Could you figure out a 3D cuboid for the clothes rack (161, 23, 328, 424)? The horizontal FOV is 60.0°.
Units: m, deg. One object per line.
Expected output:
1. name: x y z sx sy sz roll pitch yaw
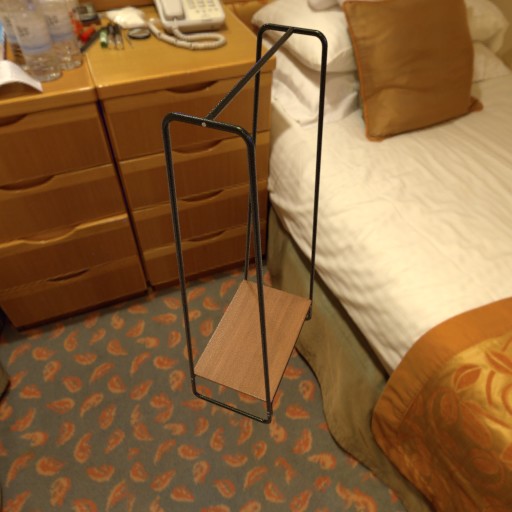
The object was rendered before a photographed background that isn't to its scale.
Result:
1. clothes rack: 0.000 0.000 1.747 0.400 1.500 0.640 16 48 15
